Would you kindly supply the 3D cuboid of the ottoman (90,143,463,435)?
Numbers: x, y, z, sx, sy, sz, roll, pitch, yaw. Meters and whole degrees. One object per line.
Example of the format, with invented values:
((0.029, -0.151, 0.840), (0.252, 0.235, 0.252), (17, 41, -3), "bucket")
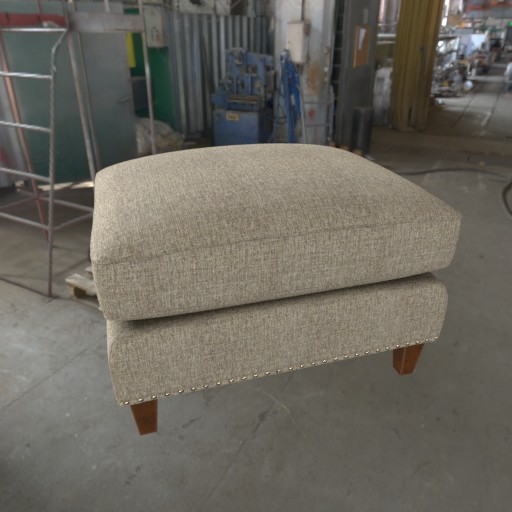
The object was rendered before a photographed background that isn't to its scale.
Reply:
((0.000, 0.000, 1.133), (0.741, 0.513, 0.584), (-8, 28, -15), "ottoman")
